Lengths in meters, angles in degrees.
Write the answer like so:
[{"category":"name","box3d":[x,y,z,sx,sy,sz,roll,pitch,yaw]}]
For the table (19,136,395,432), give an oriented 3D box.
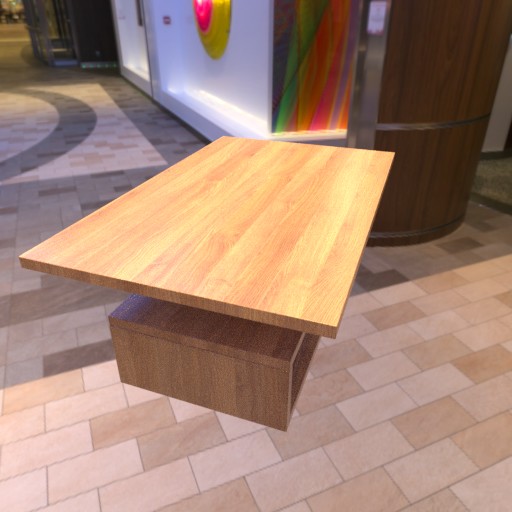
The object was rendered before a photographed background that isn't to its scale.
[{"category":"table","box3d":[0.000,0.000,1.419,0.700,0.442,1.100,10,31,18]}]
